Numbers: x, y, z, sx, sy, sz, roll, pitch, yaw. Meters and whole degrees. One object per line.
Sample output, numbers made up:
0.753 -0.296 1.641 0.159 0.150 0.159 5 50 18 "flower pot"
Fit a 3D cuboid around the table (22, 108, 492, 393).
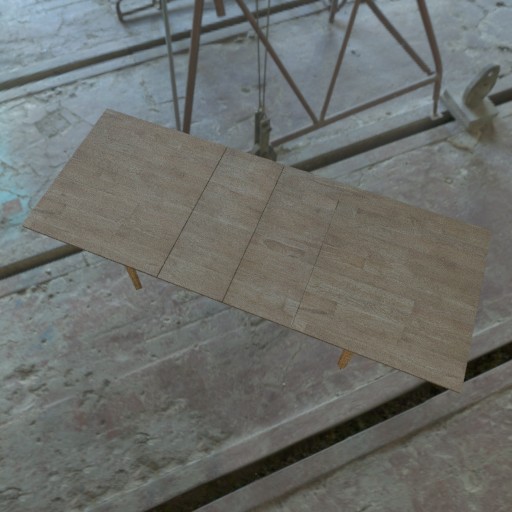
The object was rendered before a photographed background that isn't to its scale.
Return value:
0.000 0.000 2.964 2.603 0.752 1.000 20 65 9 "table"
